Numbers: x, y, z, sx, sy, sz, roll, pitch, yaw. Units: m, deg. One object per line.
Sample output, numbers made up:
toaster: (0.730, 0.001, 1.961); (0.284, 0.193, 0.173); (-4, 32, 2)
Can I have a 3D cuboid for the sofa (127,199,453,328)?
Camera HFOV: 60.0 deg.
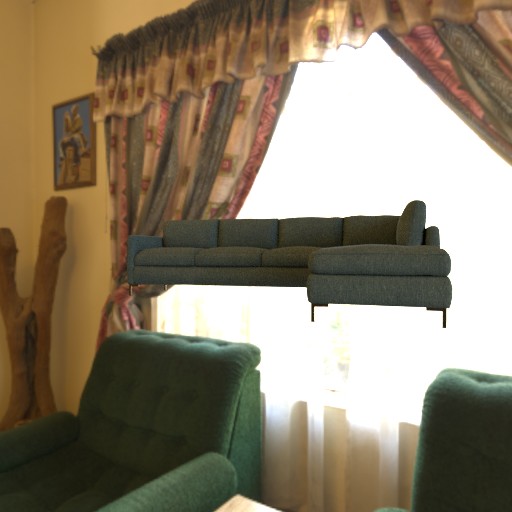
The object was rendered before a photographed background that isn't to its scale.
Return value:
sofa: (0.000, 0.000, 3.860); (2.949, 0.815, 2.007); (0, 0, 18)
